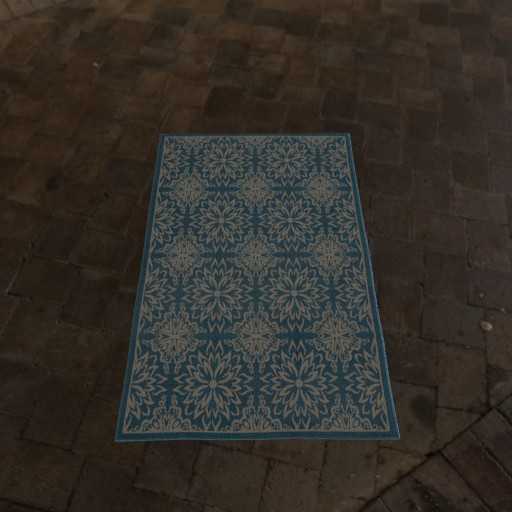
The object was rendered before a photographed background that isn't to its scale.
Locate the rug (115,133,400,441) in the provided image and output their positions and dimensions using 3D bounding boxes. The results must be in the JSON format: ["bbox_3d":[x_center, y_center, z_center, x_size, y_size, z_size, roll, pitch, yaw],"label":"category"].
[{"bbox_3d":[0.000,0.000,2.359,1.211,0.012,1.833,0,59,0],"label":"rug"}]
